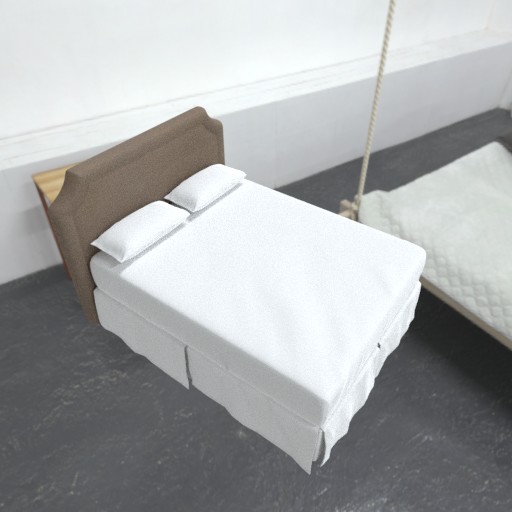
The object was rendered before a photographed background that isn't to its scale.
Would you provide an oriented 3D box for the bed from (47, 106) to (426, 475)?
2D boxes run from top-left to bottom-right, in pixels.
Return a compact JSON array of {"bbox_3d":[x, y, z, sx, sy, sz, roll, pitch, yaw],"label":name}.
[{"bbox_3d":[0.000,0.000,3.165,2.116,1.290,1.693,25,47,26],"label":"bed"}]
